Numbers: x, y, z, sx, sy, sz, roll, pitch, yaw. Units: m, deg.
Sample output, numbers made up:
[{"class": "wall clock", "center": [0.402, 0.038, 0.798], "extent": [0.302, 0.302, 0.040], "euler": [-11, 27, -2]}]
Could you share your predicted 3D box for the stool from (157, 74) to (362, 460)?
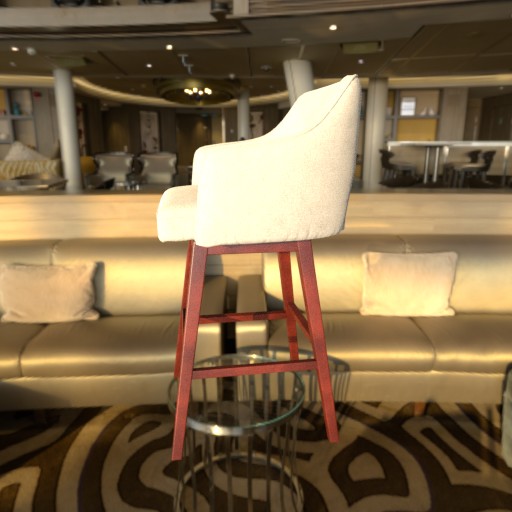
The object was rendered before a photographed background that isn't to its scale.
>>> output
[{"class": "stool", "center": [0.000, 0.000, 1.353], "extent": [0.558, 1.012, 0.548], "euler": [-2, 14, -9]}]
